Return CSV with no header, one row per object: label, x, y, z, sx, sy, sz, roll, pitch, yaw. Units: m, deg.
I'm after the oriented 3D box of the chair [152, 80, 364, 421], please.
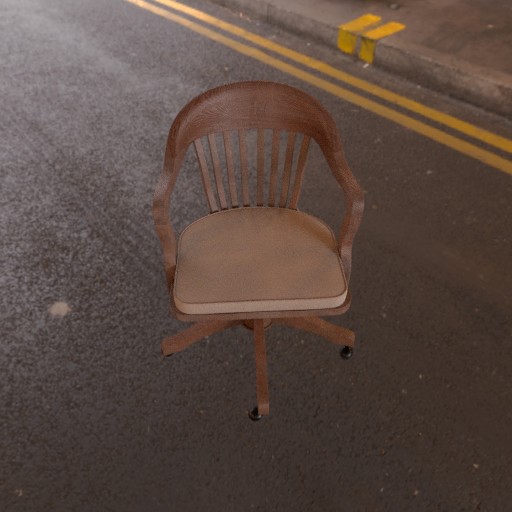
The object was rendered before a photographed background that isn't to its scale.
chair,0.000,0.000,1.515,0.750,0.878,0.788,-2,45,-2
